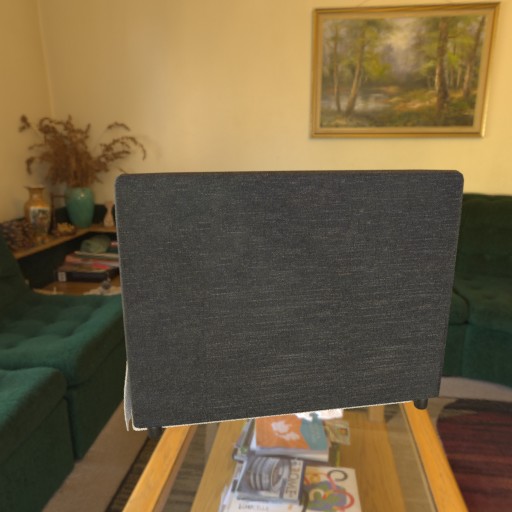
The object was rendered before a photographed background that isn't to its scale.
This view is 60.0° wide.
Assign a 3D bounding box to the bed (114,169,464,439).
[{"bbox_3d":[0.000,0.000,3.166,1.723,1.330,2.142,-3,15,-10],"label":"bed"}]
